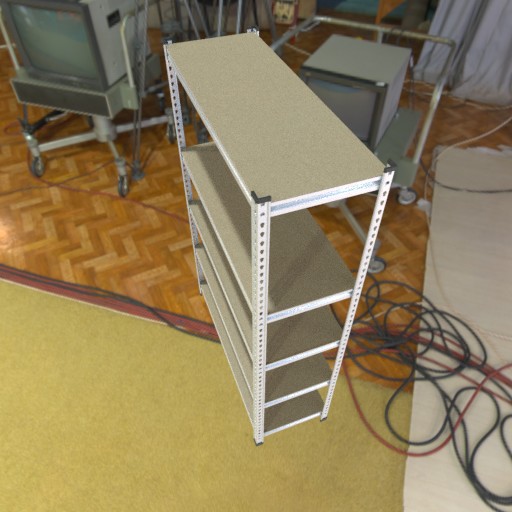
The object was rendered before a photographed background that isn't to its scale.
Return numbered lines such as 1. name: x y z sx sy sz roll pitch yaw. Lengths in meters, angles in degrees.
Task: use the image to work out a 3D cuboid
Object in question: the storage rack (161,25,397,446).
1. storage rack: 0.000 0.000 2.330 0.457 1.829 1.219 -15 49 -14
